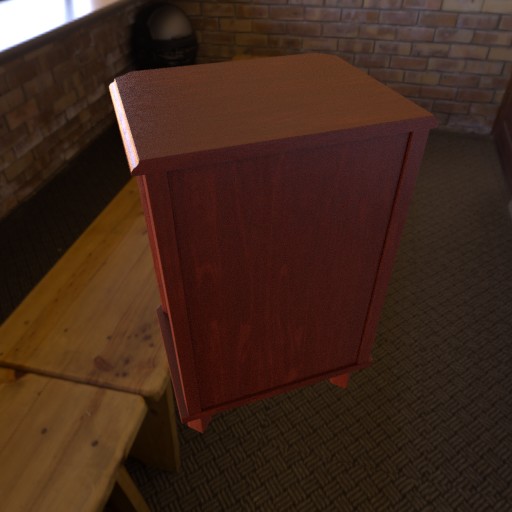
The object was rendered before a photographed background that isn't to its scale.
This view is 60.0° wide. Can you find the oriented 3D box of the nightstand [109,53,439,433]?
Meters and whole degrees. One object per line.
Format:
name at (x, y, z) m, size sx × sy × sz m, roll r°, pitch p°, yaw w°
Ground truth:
nightstand at (0.000, 0.000, 0.918) m, size 0.435 × 0.681 × 0.351 m, roll -12°, pitch 41°, yaw -14°
